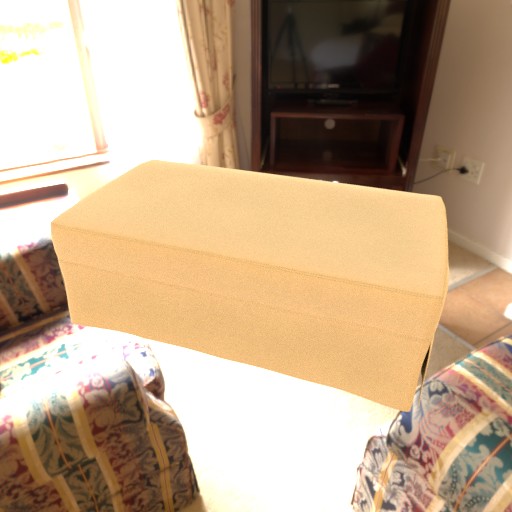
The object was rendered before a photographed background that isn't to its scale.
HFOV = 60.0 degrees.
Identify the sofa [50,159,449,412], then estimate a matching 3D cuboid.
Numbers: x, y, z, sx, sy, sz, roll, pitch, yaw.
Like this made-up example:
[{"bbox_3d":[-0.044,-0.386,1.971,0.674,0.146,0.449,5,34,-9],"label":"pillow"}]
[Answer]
[{"bbox_3d":[0.000,0.000,2.152,1.677,0.552,0.939,11,34,16],"label":"sofa"}]
